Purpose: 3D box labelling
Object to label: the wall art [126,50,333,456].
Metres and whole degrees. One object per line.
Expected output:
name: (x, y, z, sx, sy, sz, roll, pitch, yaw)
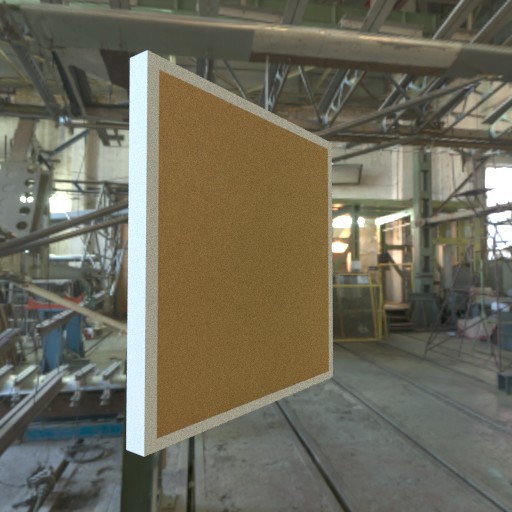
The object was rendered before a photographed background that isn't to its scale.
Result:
wall art: (0.000, 0.000, 0.767, 0.035, 0.507, 0.508, -1, -2, 36)
